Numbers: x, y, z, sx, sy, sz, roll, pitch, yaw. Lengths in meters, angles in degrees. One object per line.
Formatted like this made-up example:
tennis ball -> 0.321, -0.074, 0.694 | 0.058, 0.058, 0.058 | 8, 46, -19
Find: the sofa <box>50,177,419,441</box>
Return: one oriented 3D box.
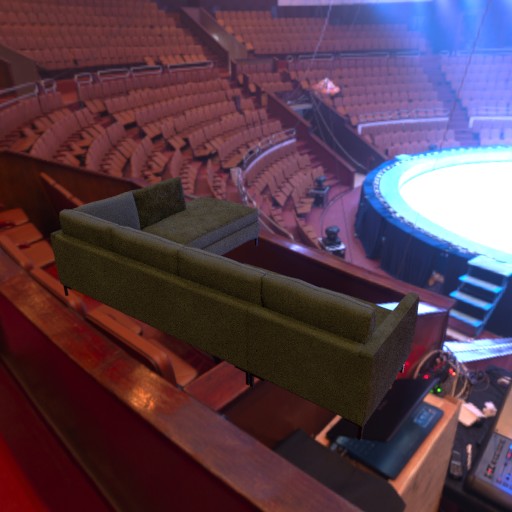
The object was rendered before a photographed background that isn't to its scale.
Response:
sofa -> 0.000, 0.000, 3.232 | 2.486, 0.687, 1.707 | 17, 30, 32
